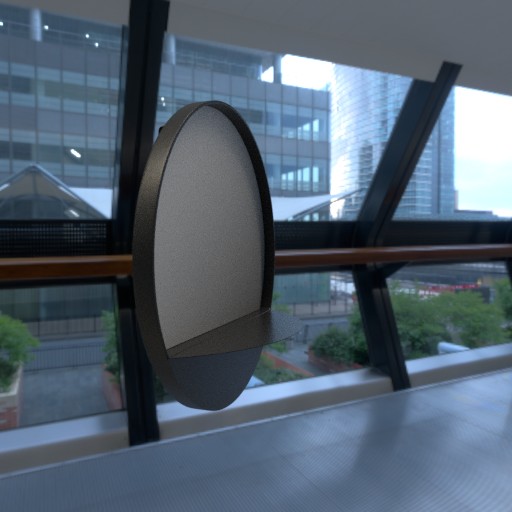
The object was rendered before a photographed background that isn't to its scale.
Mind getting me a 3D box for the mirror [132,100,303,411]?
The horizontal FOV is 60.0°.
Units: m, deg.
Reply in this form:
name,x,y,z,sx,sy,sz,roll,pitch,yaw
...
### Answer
name,x,y,z,sx,sy,sz,roll,pitch,yaw
mirror,0.000,0.000,0.675,0.133,0.457,0.457,1,2,19
